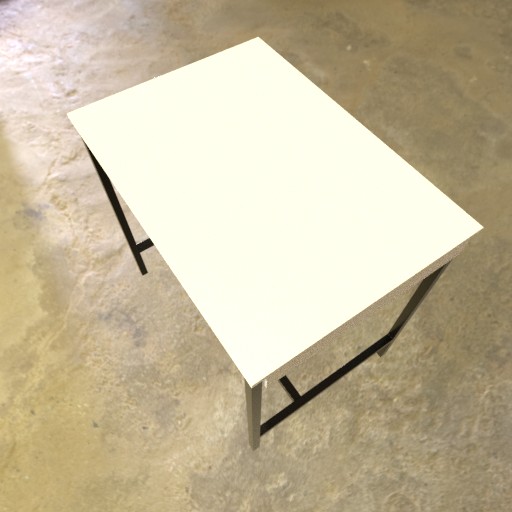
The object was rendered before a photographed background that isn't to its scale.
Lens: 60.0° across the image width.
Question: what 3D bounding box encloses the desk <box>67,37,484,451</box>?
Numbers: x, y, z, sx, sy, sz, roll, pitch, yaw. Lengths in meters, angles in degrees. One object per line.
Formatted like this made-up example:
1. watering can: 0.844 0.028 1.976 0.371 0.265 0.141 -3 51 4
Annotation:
1. desk: 0.000 0.000 1.322 0.573 0.766 0.811 -30 62 -18
